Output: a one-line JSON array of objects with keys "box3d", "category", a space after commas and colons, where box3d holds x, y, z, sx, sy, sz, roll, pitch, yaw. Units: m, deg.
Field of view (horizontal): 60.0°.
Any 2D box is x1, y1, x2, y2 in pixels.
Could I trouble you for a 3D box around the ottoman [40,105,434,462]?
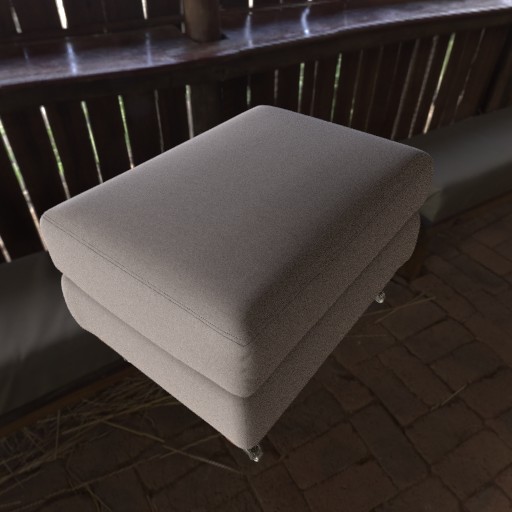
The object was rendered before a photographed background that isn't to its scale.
[{"box3d": [0.000, 0.000, 1.115, 0.574, 0.497, 0.773, 27, 47, 28], "category": "ottoman"}]
